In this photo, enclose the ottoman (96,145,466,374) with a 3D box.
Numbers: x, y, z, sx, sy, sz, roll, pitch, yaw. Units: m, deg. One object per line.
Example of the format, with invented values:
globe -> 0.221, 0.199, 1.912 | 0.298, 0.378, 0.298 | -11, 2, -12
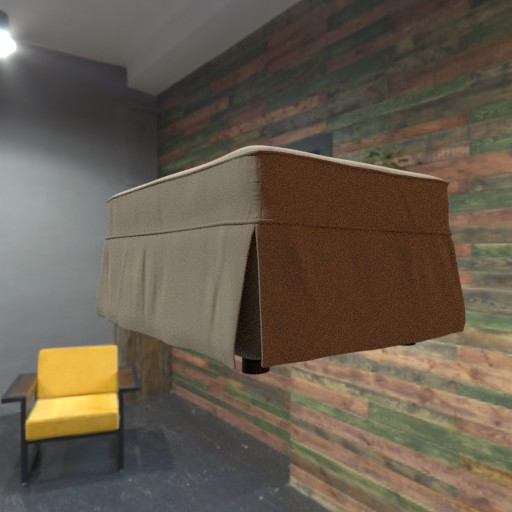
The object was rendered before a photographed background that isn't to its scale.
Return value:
ottoman -> 0.000, 0.000, 1.339 | 0.721, 0.482, 0.959 | 0, 0, -35
